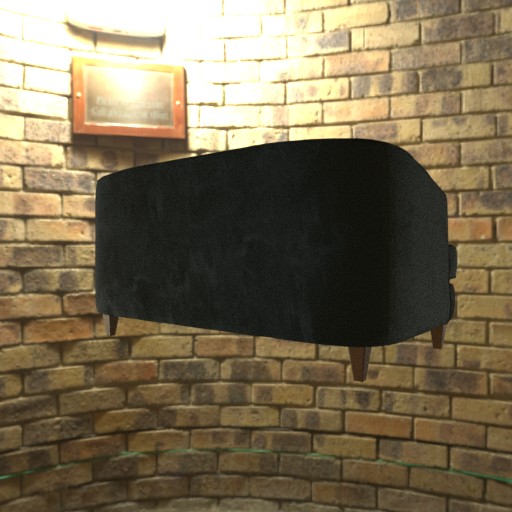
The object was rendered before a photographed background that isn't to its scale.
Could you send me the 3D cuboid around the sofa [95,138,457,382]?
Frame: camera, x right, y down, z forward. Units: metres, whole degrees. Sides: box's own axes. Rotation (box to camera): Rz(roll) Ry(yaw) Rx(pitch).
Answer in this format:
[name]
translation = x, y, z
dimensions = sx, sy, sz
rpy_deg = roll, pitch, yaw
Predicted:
[sofa]
translation = 0.000, 0.000, 2.242
dimensions = 1.733, 0.854, 0.941
rpy_deg = 0, 1, 36
